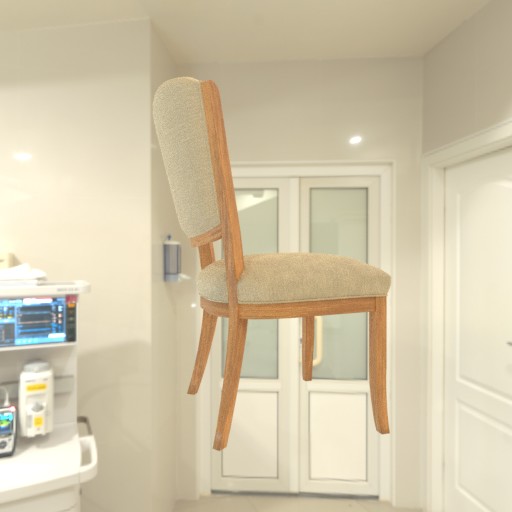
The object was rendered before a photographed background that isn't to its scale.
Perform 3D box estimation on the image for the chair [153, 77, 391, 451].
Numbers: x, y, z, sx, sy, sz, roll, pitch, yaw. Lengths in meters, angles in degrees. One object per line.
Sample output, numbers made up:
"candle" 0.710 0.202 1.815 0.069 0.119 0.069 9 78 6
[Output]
"chair" 0.000 0.000 1.294 0.584 0.905 0.513 0 0 -17
